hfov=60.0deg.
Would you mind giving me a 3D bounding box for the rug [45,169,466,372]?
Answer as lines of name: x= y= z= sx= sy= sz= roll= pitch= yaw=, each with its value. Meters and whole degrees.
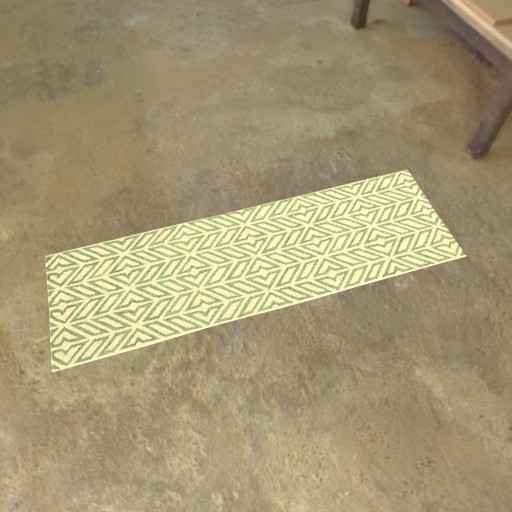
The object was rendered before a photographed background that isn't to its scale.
rug: x=0.000 y=0.000 z=2.681 sx=2.435 sy=0.009 sz=0.750 roll=-14 pitch=58 yaw=-9
